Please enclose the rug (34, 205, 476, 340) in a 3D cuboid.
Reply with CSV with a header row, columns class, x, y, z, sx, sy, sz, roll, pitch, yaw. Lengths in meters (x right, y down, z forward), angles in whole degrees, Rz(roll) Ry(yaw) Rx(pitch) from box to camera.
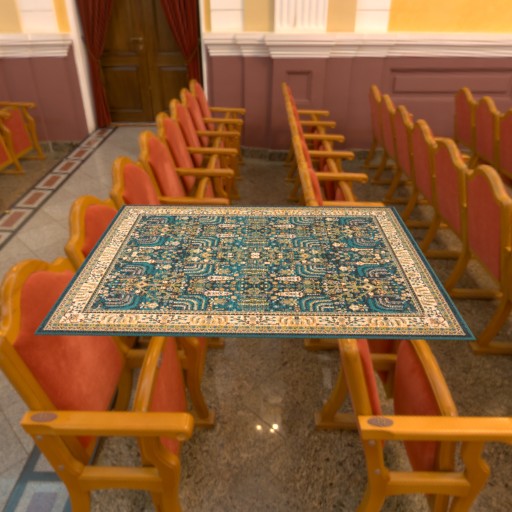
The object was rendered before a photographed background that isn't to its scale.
class,x,y,z,sx,sy,sz,roll,pitch,yaw
rug,0.000,0.000,4.010,3.044,0.015,2.226,1,30,1
